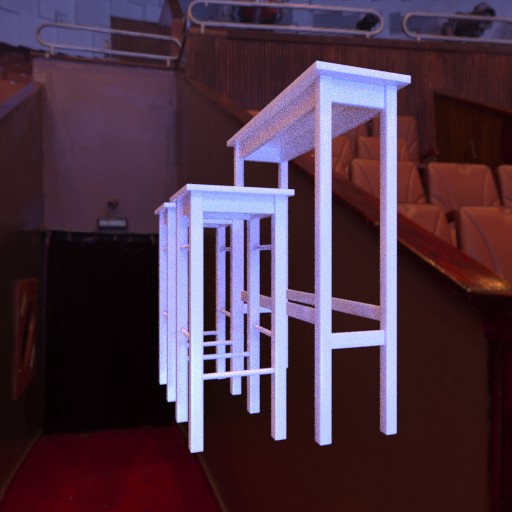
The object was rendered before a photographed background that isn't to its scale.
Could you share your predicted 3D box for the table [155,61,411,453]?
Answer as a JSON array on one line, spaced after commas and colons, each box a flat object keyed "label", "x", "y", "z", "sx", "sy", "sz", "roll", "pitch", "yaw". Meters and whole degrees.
[{"label": "table", "x": 0.000, "y": 0.000, "z": 1.634, "sx": 0.650, "sy": 1.065, "sz": 0.915, "roll": 0, "pitch": 0, "yaw": -19}]
